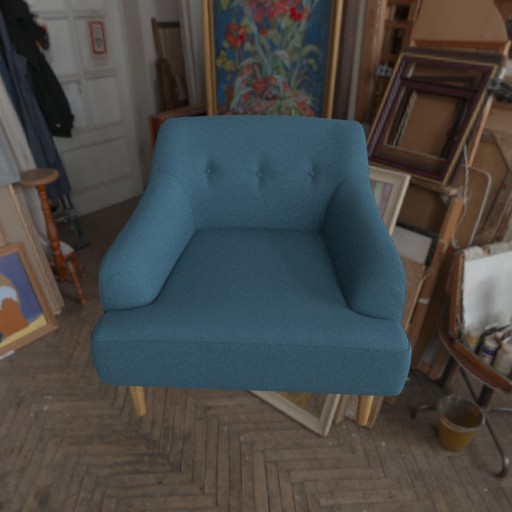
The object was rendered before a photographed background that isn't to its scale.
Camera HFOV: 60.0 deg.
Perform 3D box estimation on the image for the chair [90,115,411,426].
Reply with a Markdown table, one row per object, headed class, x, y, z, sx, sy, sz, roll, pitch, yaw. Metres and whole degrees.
| class | x | y | z | sx | sy | sz | roll | pitch | yaw |
| --- | --- | --- | --- | --- | --- | --- | --- | --- | --- |
| chair | 0.000 | 0.000 | 1.631 | 0.946 | 0.818 | 0.951 | 1 | 30 | 3 |
